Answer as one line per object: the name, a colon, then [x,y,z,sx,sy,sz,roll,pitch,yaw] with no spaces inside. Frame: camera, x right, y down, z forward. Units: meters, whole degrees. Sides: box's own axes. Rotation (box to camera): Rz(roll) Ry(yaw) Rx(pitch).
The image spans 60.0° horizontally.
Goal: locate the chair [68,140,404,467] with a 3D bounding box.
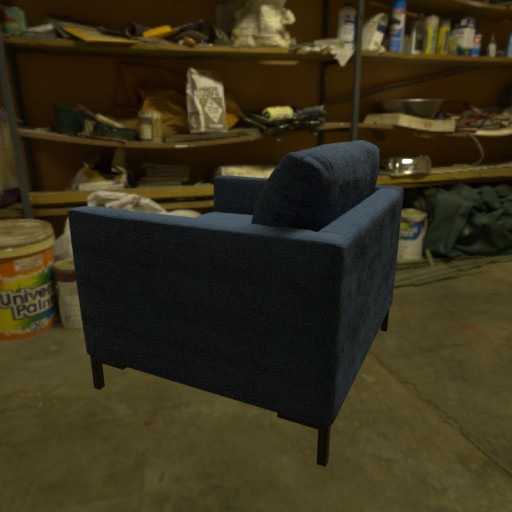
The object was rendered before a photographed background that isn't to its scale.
chair: [0.000,0.000,1.623,0.875,0.812,0.964,8,19,25]
